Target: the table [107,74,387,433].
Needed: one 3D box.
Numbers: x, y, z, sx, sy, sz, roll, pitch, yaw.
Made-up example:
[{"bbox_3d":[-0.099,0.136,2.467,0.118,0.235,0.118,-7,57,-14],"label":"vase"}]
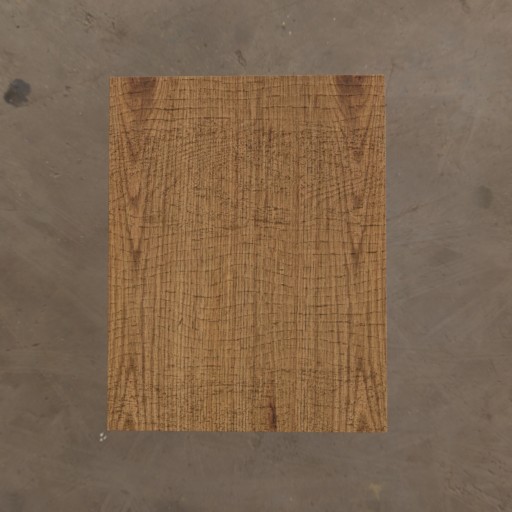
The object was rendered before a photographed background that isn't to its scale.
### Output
[{"bbox_3d":[0.000,0.000,1.056,0.494,0.625,0.601,0,89,1],"label":"table"}]
